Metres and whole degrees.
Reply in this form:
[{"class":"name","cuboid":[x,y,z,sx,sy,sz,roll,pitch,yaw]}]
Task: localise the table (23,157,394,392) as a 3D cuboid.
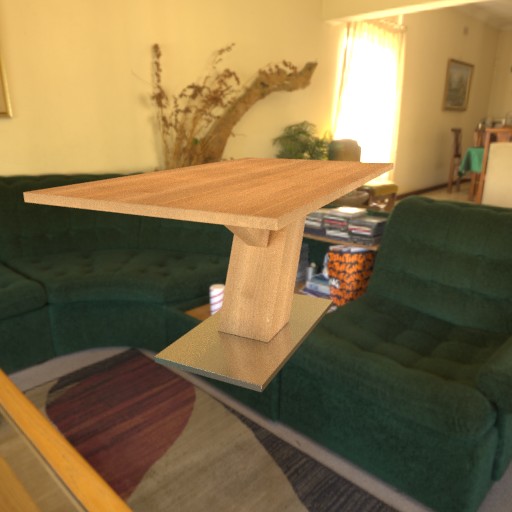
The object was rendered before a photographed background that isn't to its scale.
[{"class":"table","cuboid":[0.000,0.000,2.046,0.900,0.750,1.600,8,19,25]}]
